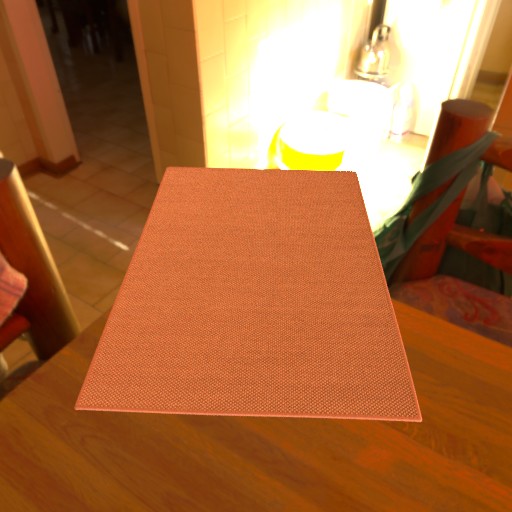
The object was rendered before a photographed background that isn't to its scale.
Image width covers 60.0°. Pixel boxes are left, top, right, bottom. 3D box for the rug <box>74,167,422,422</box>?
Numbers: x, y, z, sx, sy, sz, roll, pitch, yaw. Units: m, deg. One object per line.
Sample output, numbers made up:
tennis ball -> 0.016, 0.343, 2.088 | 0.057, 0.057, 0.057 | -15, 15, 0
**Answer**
rug -> 0.000, 0.000, 2.731 | 1.524, 0.013, 2.134 | 1, 41, 2
